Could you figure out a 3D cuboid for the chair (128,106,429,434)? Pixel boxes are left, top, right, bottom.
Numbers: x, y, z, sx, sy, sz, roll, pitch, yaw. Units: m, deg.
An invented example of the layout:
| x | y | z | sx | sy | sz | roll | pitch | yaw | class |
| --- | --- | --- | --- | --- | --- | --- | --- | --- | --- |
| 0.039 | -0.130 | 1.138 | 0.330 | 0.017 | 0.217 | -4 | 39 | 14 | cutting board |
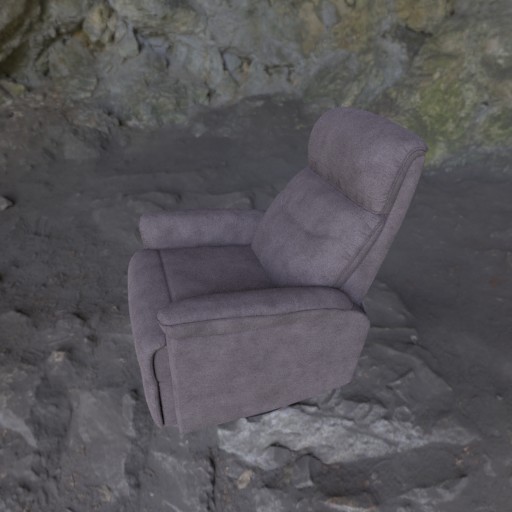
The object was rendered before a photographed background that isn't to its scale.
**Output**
| x | y | z | sx | sy | sz | roll | pitch | yaw | class |
| --- | --- | --- | --- | --- | --- | --- | --- | --- | --- |
| 0.000 | 0.000 | 1.739 | 1.009 | 1.036 | 0.830 | -9 | 31 | -15 | chair |
